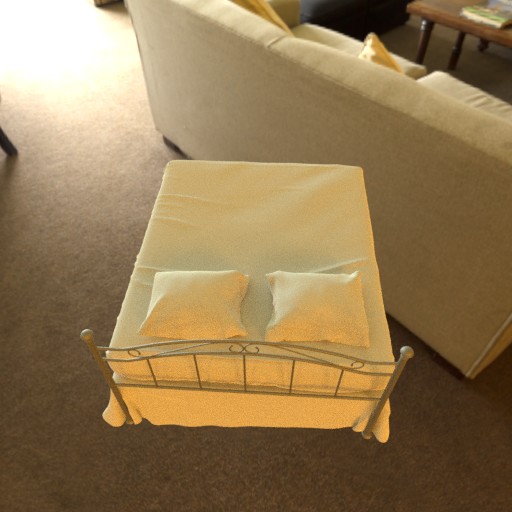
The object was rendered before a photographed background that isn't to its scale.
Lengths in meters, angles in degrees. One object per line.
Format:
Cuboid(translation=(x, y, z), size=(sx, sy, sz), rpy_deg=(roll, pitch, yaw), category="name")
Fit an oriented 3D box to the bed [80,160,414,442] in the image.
Cuboid(translation=(0.000, 0.000, 3.269), size=(1.936, 1.080, 2.215), rpy_deg=(3, 48, 2), category="bed")
